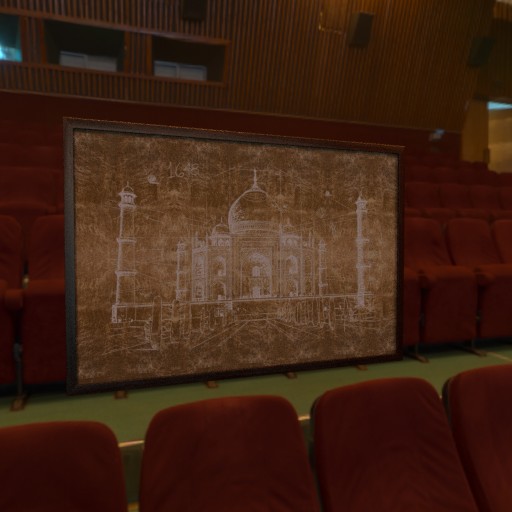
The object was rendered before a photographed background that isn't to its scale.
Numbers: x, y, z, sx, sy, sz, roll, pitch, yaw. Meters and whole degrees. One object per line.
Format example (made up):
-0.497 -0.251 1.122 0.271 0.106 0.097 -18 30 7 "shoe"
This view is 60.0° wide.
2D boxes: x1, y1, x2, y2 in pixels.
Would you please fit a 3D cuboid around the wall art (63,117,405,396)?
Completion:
0.000 0.000 1.028 0.816 0.559 0.014 -1 2 -19 "wall art"
